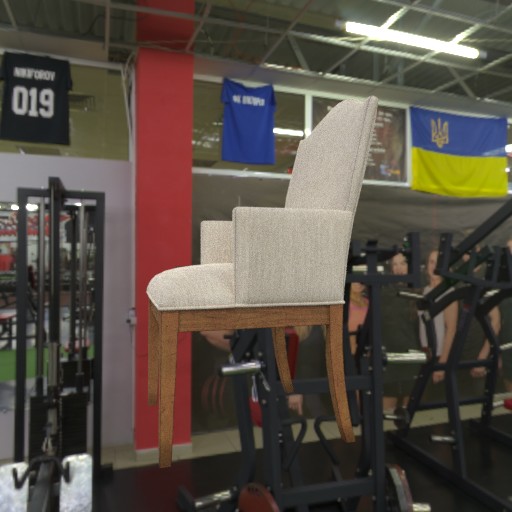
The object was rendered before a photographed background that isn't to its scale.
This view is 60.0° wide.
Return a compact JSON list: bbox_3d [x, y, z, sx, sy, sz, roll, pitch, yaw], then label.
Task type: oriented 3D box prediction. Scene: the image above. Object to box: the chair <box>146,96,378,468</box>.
[{"bbox_3d":[0.000,0.000,1.385,0.641,1.016,0.533,0,0,-17],"label":"chair"}]
